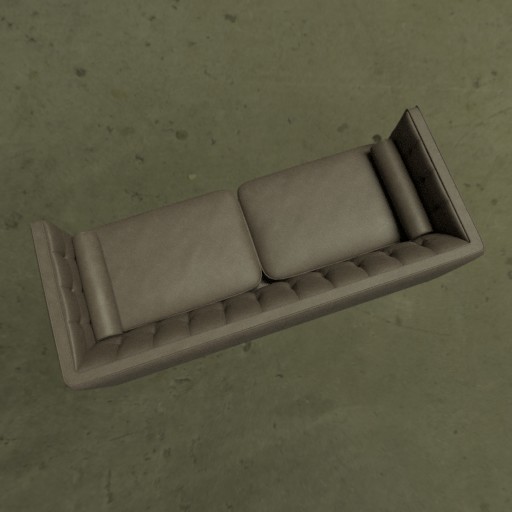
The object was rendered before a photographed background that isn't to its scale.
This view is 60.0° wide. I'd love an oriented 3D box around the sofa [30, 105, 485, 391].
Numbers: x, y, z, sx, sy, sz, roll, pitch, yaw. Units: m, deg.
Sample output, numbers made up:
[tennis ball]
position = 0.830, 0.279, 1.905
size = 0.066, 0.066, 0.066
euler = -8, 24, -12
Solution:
[sofa]
position = 0.000, 0.000, 2.500
size = 2.087, 0.789, 0.867
euler = -18, 76, -4
